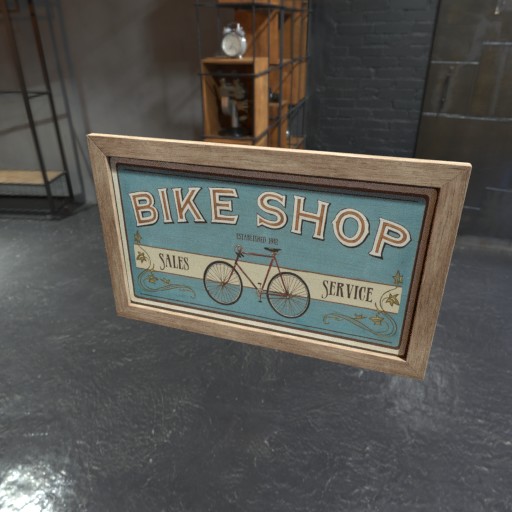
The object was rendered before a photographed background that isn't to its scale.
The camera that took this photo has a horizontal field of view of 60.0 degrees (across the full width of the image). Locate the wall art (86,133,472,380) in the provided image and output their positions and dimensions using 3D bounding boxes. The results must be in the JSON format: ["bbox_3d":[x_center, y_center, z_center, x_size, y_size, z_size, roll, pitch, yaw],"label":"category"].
[{"bbox_3d":[0.000,0.000,0.981,0.780,0.480,0.021,9,29,16],"label":"wall art"}]
